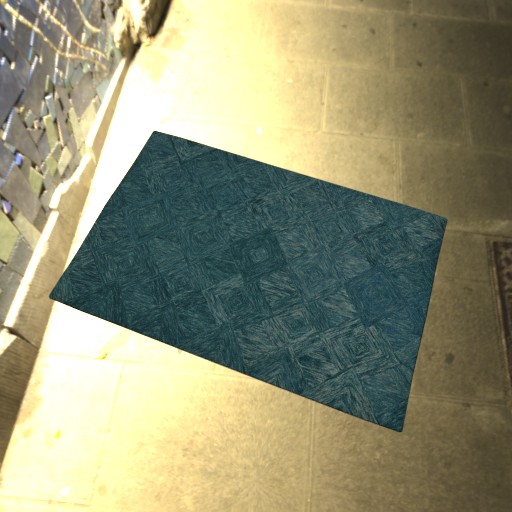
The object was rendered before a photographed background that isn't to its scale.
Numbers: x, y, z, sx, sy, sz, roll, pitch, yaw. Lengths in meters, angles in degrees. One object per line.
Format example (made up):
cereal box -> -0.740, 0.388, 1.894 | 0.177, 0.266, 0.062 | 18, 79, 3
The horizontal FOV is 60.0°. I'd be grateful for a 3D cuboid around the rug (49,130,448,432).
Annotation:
rug -> 0.000, 0.000, 2.229 | 1.728, 0.017, 1.136 | 19, 65, 9
